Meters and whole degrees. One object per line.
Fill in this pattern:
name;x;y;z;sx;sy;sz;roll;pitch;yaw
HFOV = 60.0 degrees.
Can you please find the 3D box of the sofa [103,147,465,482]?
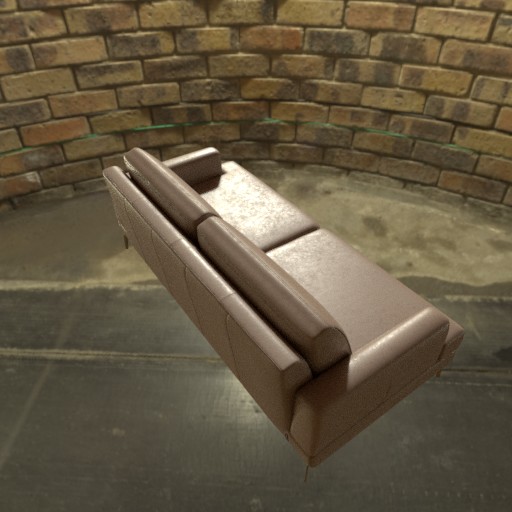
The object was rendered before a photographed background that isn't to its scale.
sofa;0.000;0.000;2.362;0.974;0.765;1.940;-25;46;-26
